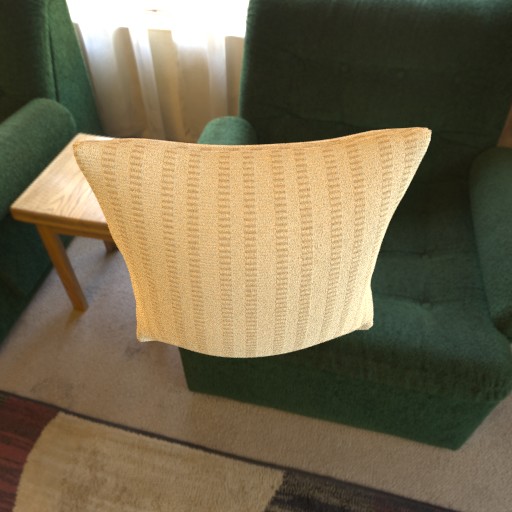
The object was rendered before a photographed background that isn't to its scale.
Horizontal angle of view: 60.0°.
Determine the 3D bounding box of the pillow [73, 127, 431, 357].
[{"bbox_3d":[0.000,0.000,0.679,0.438,0.419,0.247,-3,46,-3],"label":"pillow"}]
